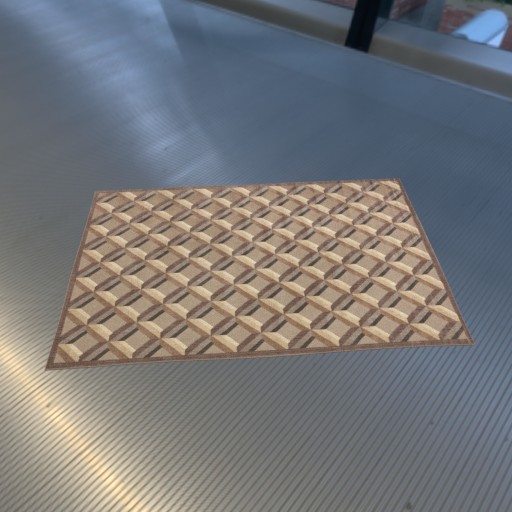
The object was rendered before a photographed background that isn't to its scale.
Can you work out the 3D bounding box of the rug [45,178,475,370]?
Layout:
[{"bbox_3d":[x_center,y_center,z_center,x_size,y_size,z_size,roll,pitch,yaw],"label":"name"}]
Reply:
[{"bbox_3d":[0.000,0.000,2.072,1.677,0.011,1.066,-3,48,-3],"label":"rug"}]
